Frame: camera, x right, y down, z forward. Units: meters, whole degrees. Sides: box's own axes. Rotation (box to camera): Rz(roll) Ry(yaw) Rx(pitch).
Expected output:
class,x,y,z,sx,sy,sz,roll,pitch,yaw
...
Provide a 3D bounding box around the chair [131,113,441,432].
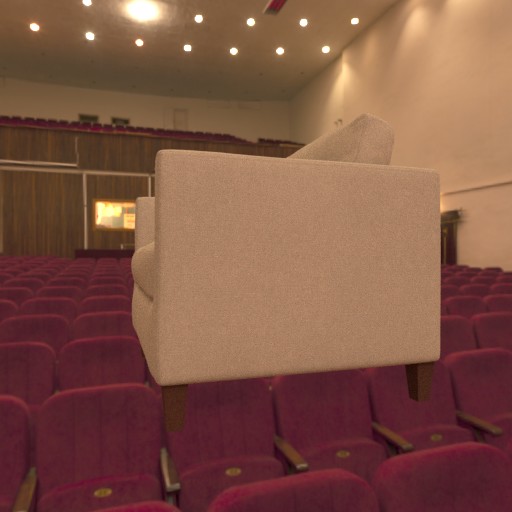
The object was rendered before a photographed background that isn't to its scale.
class,x,y,z,sx,sy,sz,roll,pitch,yaw
chair,0.000,0.000,1.813,0.959,0.961,1.107,0,0,-18
